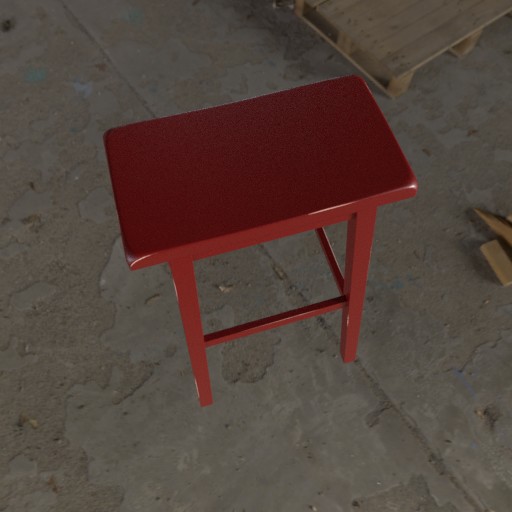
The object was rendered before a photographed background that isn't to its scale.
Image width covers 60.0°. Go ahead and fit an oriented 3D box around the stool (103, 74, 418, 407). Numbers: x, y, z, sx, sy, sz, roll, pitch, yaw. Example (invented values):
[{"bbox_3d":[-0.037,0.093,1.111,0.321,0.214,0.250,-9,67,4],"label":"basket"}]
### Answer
[{"bbox_3d":[0.000,0.000,1.016,0.457,0.737,0.476,-15,66,-7],"label":"stool"}]
